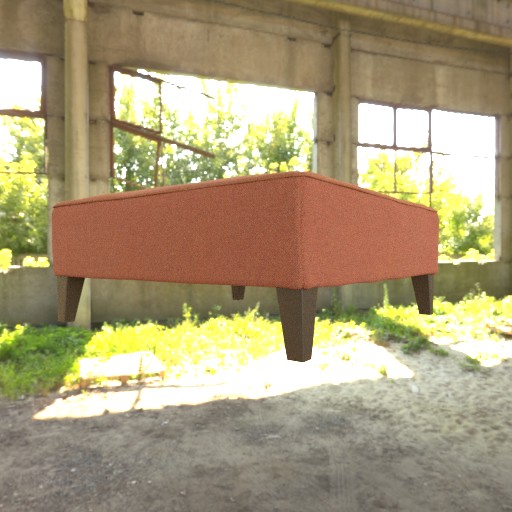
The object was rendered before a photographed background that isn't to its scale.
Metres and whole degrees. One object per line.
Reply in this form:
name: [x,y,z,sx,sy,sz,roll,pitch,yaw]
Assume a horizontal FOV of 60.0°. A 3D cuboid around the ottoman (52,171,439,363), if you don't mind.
ottoman: [0.000,0.000,1.565,0.997,0.438,0.999,0,0,37]
